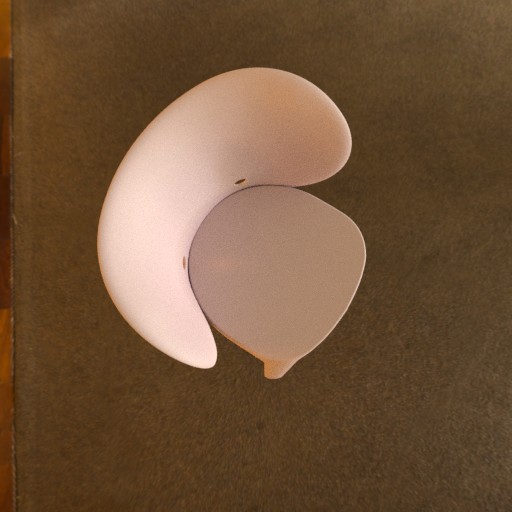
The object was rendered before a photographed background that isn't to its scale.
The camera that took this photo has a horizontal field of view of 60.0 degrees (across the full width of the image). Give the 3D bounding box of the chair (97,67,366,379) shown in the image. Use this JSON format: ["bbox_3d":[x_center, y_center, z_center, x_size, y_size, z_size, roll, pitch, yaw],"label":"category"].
[{"bbox_3d":[0.000,0.000,0.868,0.402,0.554,0.451,32,79,7],"label":"chair"}]
